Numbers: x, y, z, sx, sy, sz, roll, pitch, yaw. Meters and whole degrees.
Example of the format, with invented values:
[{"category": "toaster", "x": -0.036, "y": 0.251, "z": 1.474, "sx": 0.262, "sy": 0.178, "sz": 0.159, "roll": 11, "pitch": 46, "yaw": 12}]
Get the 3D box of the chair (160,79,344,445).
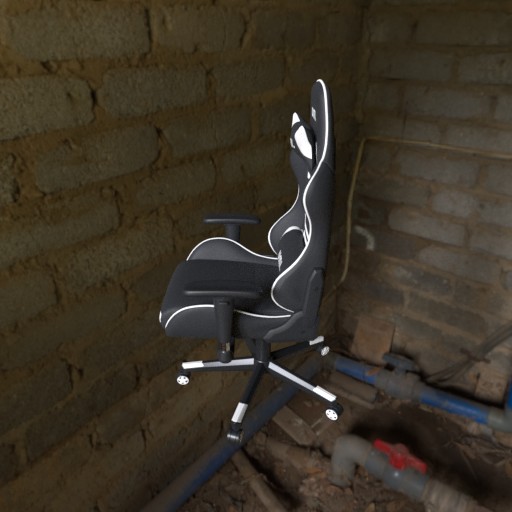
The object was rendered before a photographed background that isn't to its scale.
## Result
[{"category": "chair", "x": 0.000, "y": 0.000, "z": 1.673, "sx": 0.700, "sy": 1.240, "sz": 0.700, "roll": 0, "pitch": 27, "yaw": 0}]
